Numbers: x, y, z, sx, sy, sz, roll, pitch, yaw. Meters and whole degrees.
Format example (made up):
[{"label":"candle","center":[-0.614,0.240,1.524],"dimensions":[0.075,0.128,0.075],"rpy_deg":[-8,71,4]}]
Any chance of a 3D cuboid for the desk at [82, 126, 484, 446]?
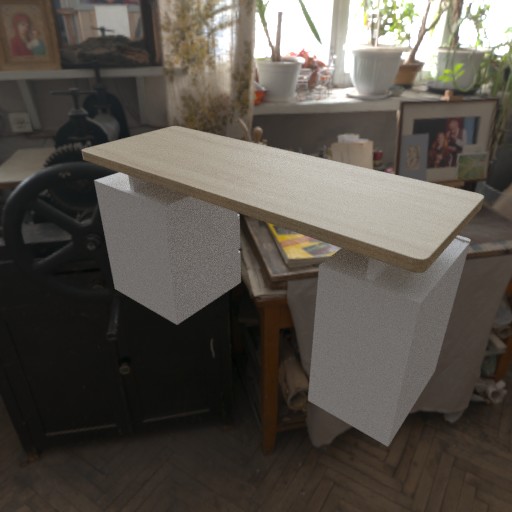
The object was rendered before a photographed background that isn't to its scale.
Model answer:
[{"label":"desk","center":[0.000,0.000,1.864],"dimensions":[1.500,0.755,0.550],"rpy_deg":[22,36,33]}]
